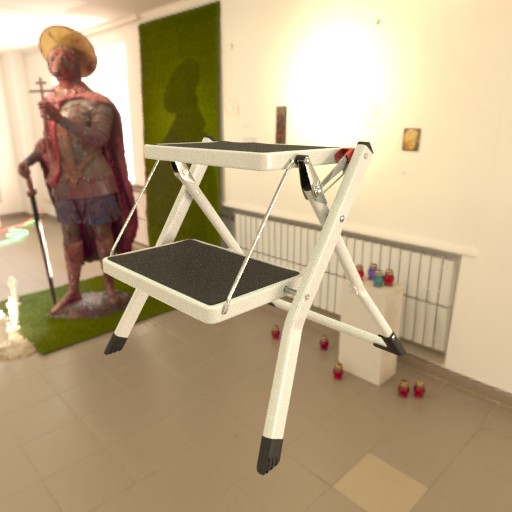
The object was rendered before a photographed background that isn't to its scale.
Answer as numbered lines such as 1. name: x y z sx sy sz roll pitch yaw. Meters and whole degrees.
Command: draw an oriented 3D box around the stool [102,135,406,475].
1. stool: 0.000 0.000 0.868 0.490 0.445 0.485 -16 23 -42
